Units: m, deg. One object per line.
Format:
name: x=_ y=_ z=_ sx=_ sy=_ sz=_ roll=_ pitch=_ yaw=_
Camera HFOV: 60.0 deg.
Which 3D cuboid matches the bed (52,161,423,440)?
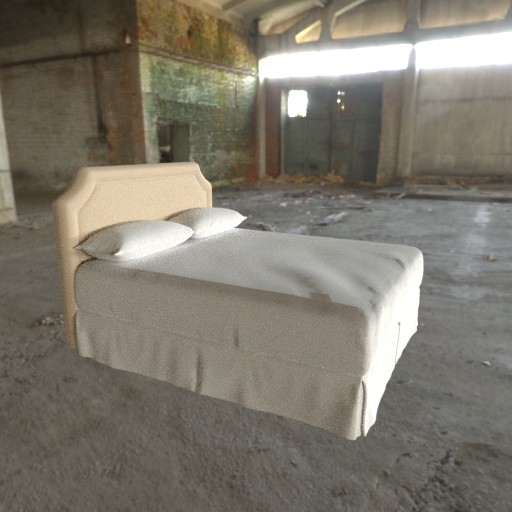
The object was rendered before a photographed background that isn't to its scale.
bed: x=0.000 y=0.000 z=3.862 sx=2.548 sy=1.524 sz=2.134 roll=7 pitch=16 yaw=27
